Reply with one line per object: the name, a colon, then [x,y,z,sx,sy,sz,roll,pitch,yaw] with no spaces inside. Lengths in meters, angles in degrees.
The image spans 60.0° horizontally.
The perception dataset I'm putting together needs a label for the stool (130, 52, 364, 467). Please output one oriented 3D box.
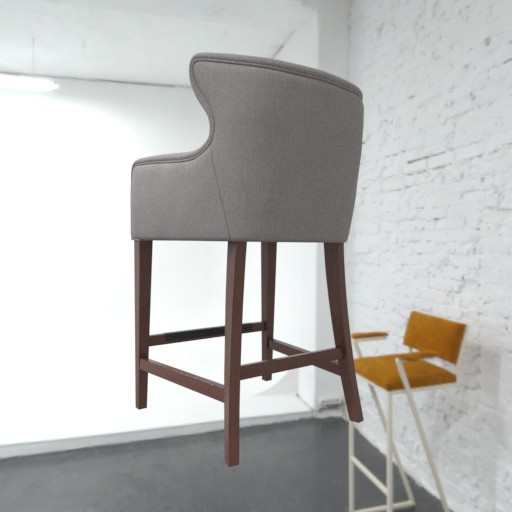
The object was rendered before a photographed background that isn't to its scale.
stool: [0.000,0.000,1.307,0.575,0.951,0.575,-1,1,-36]
